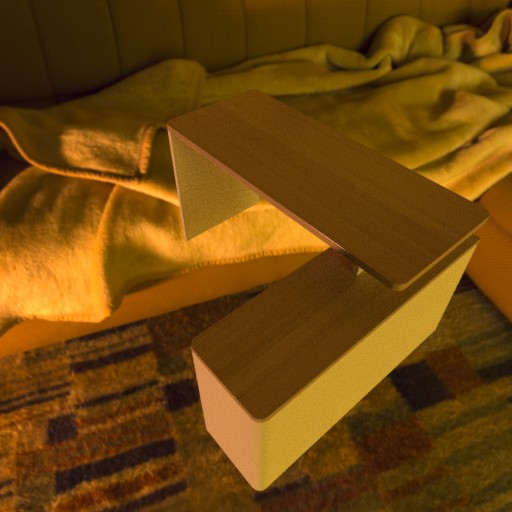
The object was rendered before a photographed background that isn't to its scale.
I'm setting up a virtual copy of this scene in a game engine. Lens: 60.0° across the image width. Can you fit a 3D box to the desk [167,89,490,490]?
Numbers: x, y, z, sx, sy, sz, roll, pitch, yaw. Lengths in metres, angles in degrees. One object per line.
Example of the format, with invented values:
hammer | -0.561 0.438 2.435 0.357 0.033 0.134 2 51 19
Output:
desk | 0.000 0.000 2.058 1.175 0.770 1.400 -31 53 -27
